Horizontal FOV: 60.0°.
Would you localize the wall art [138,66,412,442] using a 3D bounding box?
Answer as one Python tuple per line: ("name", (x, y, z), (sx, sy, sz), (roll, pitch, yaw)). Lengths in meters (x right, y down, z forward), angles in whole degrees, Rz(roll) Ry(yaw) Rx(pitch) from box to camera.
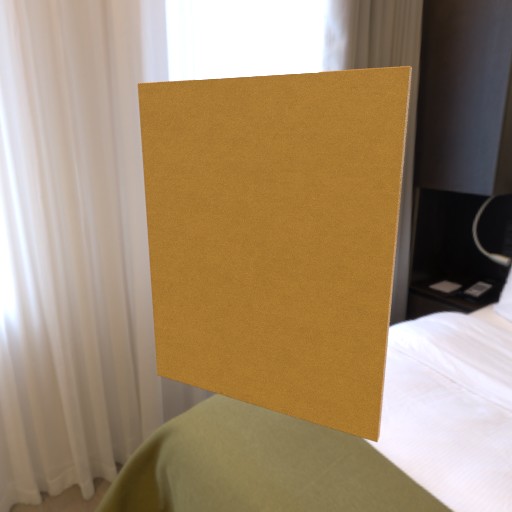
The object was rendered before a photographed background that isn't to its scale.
("wall art", (0.000, 0.000, 1.325), (0.798, 1.002, 0.030), (8, 17, 26))
